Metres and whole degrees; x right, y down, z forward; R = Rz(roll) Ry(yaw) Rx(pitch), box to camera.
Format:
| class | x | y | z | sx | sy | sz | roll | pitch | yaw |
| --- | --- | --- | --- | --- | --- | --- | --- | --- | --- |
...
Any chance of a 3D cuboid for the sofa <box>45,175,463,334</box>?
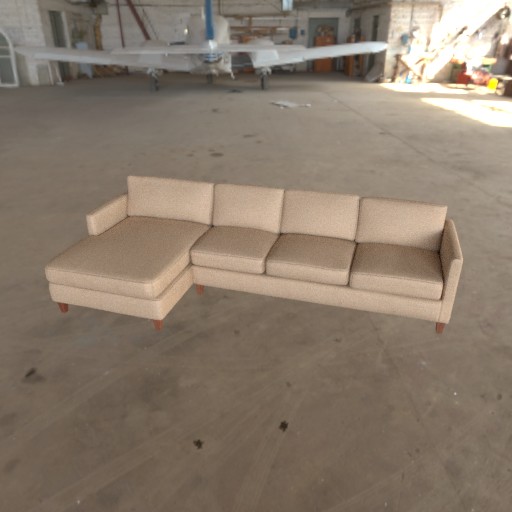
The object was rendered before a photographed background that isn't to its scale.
| class | x | y | z | sx | sy | sz | roll | pitch | yaw |
| --- | --- | --- | --- | --- | --- | --- | --- | --- | --- |
| sofa | 0.000 | 0.000 | 3.779 | 3.201 | 0.876 | 1.502 | 8 | 27 | 15 |
